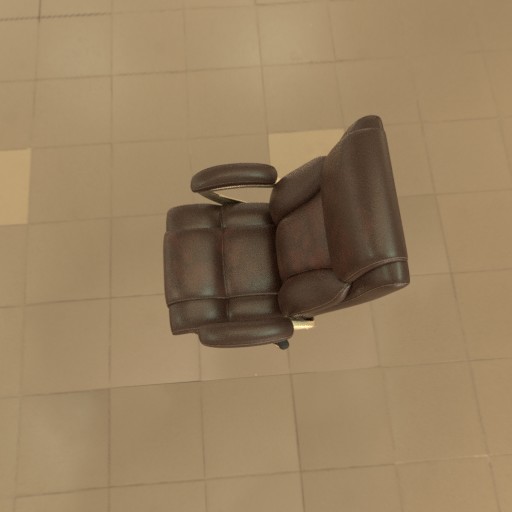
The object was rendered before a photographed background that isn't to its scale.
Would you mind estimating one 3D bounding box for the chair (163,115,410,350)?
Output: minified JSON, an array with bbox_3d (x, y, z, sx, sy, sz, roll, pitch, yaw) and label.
[{"bbox_3d":[0.000,0.000,1.704,0.749,1.194,0.692,-5,75,-1],"label":"chair"}]
